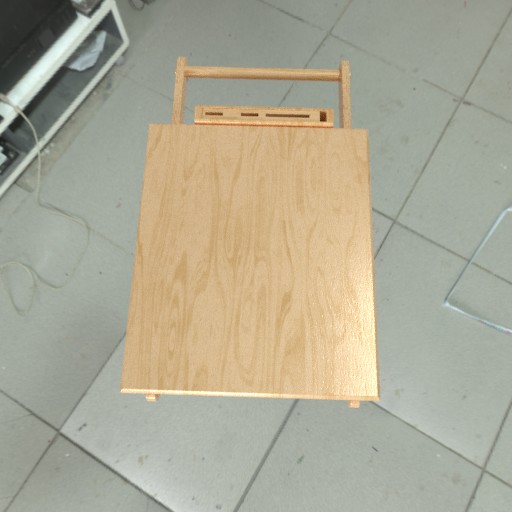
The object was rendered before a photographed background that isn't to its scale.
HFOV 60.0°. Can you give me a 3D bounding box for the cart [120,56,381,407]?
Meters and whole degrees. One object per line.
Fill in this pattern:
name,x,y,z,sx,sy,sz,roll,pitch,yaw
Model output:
cart,0.000,0.000,1.373,0.520,0.816,0.843,2,74,0
